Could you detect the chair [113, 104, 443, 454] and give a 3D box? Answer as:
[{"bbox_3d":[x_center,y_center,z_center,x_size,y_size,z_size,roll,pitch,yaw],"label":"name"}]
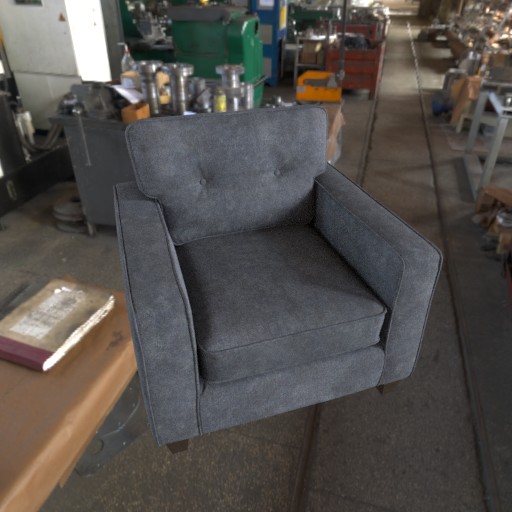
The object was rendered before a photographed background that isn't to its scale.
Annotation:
[{"bbox_3d":[0.000,0.000,1.743,1.015,0.965,0.939,-10,34,-15],"label":"chair"}]
